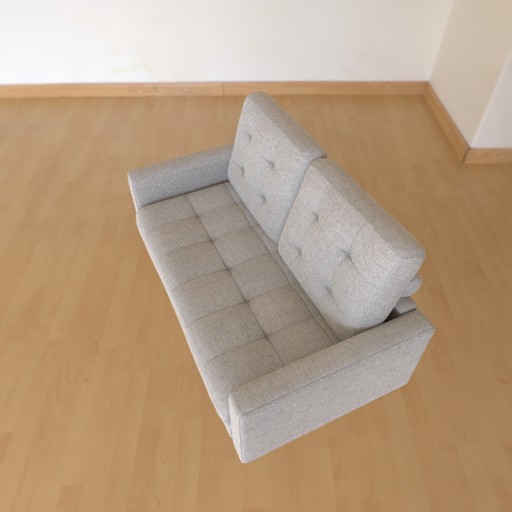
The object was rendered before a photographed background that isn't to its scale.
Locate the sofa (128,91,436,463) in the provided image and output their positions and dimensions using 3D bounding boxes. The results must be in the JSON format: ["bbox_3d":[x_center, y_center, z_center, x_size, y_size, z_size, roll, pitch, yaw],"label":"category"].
[{"bbox_3d":[0.000,0.000,1.990,0.842,0.907,1.407,-19,50,-17],"label":"sofa"}]
